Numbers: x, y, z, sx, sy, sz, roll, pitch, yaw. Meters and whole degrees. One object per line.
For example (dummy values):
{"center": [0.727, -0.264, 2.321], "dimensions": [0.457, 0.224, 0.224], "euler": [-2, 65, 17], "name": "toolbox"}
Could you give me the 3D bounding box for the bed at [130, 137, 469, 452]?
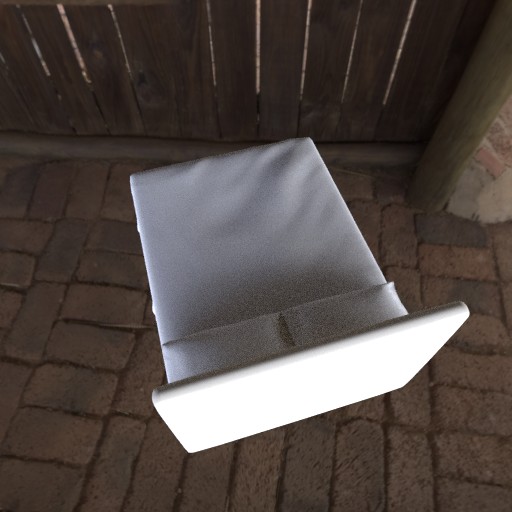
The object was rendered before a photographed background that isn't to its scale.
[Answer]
{"center": [0.000, 0.000, 3.227], "dimensions": [1.714, 1.330, 2.147], "euler": [-14, 58, -9], "name": "bed"}
